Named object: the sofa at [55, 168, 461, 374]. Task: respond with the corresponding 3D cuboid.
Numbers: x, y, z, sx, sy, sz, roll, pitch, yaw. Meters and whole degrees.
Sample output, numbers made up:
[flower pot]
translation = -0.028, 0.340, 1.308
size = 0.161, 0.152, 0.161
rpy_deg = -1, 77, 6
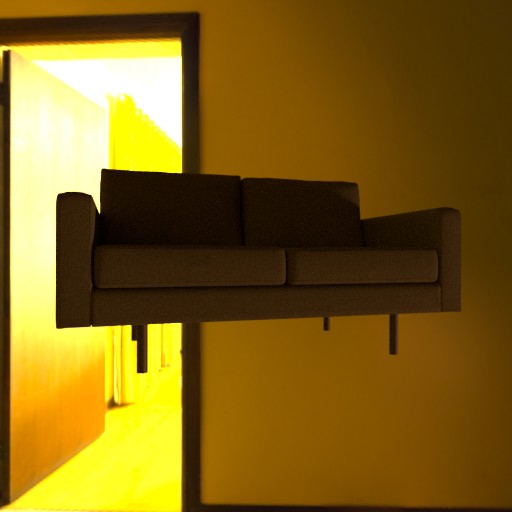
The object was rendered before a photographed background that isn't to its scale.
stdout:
[sofa]
translation = 0.000, 0.000, 2.201
size = 1.730, 0.897, 0.889
rpy_deg = 0, 0, -17
